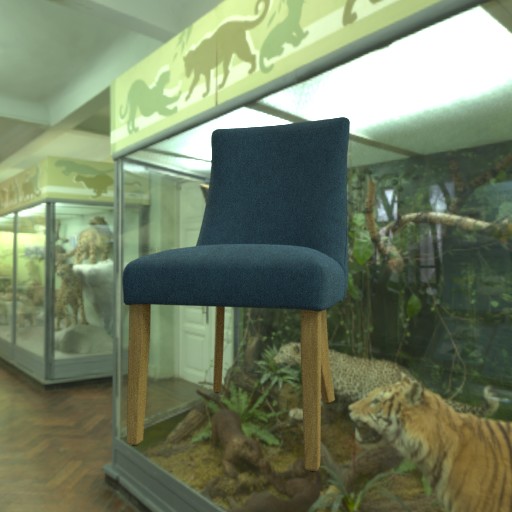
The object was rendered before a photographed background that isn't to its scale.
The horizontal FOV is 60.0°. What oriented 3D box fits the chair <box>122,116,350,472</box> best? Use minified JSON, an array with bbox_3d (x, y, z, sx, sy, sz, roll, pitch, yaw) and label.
[{"bbox_3d":[0.000,0.000,1.252,0.495,0.902,0.609,0,-1,18],"label":"chair"}]
